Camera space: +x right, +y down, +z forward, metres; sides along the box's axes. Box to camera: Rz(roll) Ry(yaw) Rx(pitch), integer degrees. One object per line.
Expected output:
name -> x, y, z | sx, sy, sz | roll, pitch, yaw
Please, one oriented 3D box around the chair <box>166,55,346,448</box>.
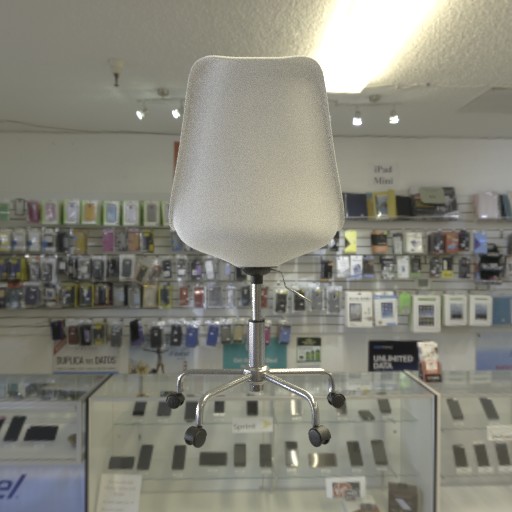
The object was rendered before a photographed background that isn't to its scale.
chair -> 0.000, 0.000, 1.286 | 0.550, 0.930, 0.550 | 0, 0, 0
